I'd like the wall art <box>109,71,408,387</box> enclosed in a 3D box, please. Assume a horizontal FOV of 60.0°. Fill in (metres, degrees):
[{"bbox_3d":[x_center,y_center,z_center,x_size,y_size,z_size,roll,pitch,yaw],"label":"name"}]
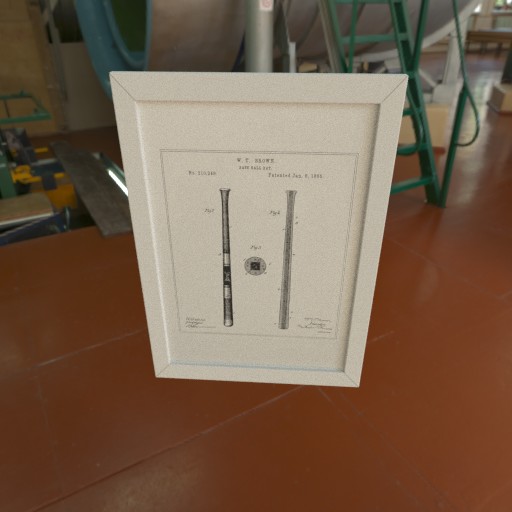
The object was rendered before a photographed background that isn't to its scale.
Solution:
[{"bbox_3d":[0.000,0.000,0.688,0.374,0.529,0.012,2,30,3],"label":"wall art"}]
